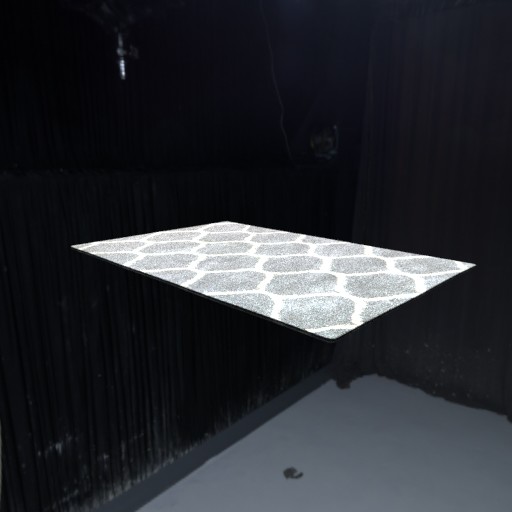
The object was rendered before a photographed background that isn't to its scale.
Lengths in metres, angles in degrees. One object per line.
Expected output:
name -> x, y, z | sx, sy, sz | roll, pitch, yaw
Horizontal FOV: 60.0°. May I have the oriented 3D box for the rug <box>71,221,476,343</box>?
rug -> 0.000, 0.000, 3.490 | 2.701, 0.026, 1.801 | 13, 19, 43
